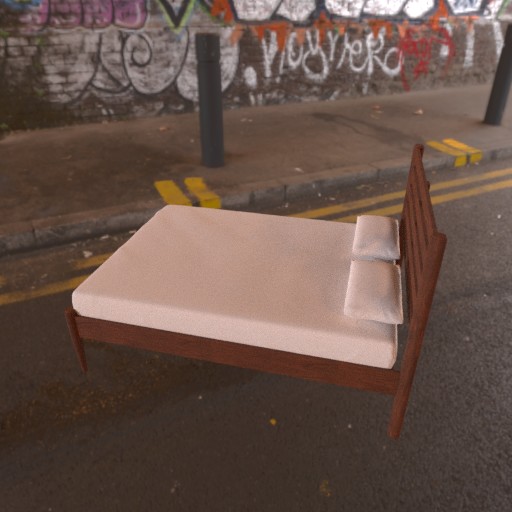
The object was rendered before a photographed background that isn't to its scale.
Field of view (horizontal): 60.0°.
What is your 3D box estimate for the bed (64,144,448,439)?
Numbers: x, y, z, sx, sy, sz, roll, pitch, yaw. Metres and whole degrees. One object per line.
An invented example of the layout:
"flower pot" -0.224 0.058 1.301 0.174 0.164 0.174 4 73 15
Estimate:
"bed" 0.000 0.000 3.079 2.093 1.304 1.509 7 31 12
